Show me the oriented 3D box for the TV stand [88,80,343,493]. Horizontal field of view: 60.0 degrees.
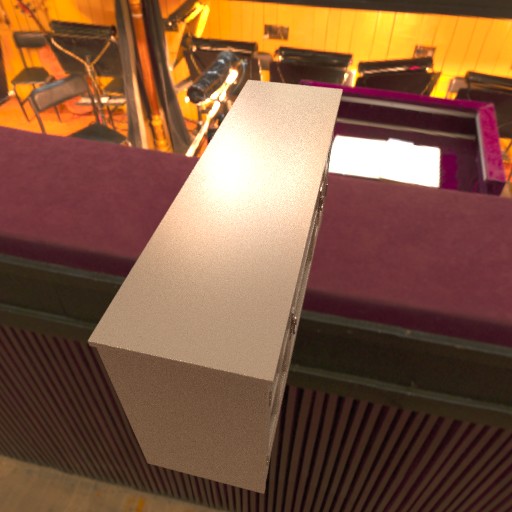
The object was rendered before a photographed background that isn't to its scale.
[{"bbox_3d":[0.000,0.000,1.388,0.344,0.603,1.167,10,45,10],"label":"TV stand"}]
